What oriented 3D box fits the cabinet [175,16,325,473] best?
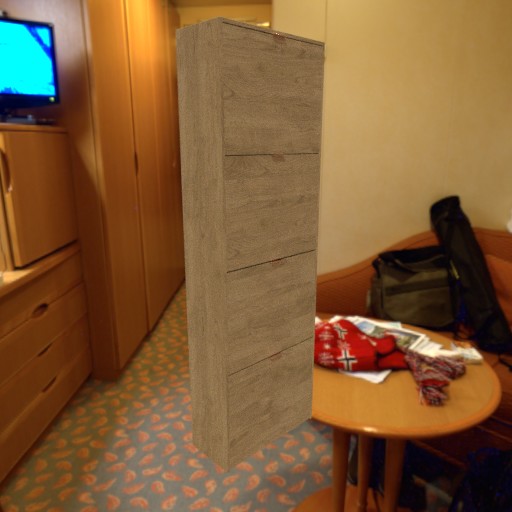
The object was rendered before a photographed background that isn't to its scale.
[{"bbox_3d":[0.000,0.000,1.794,0.520,1.630,0.250,-13,19,-42],"label":"cabinet"}]
